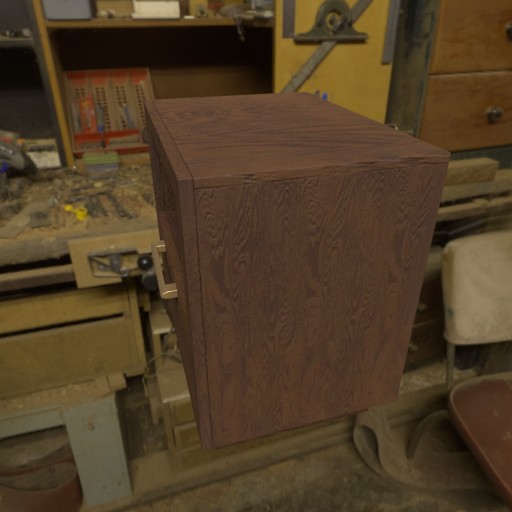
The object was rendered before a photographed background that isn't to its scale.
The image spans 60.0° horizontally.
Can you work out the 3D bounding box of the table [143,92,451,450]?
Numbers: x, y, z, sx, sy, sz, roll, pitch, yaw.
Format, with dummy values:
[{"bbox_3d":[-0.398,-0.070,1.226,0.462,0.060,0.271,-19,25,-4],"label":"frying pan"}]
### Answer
[{"bbox_3d":[0.000,0.000,0.981,0.439,0.585,0.560,-8,31,-15],"label":"table"}]
